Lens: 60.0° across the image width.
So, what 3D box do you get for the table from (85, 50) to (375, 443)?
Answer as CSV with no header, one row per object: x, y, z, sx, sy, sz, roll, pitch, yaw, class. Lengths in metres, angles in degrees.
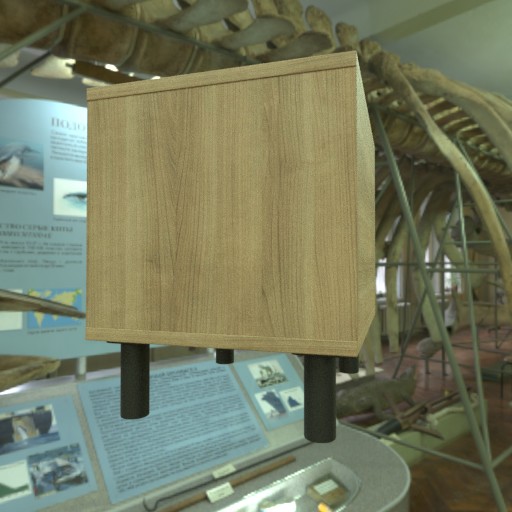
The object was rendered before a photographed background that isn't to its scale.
0.000,0.000,0.770,0.380,0.460,0.445,0,-1,18,table
